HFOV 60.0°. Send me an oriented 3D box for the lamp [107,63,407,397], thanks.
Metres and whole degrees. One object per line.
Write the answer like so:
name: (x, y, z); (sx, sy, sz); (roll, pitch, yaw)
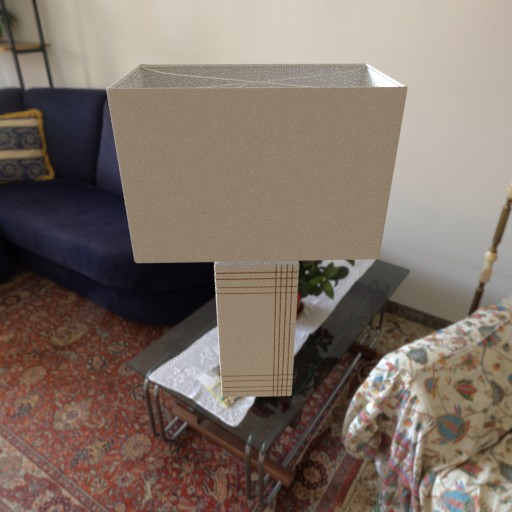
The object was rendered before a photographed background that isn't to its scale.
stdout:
lamp: (0.000, 0.000, 0.705); (0.334, 0.543, 0.182); (-1, 31, -1)
